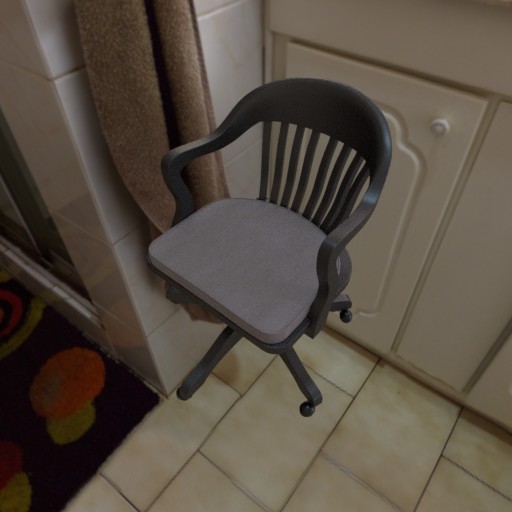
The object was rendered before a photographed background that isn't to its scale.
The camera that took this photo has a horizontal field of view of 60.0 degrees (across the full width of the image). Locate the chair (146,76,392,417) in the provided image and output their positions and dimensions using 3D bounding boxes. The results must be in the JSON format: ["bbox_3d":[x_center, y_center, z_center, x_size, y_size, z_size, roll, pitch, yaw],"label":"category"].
[{"bbox_3d":[0.000,0.000,1.435,0.750,0.878,0.788,31,54,26],"label":"chair"}]
